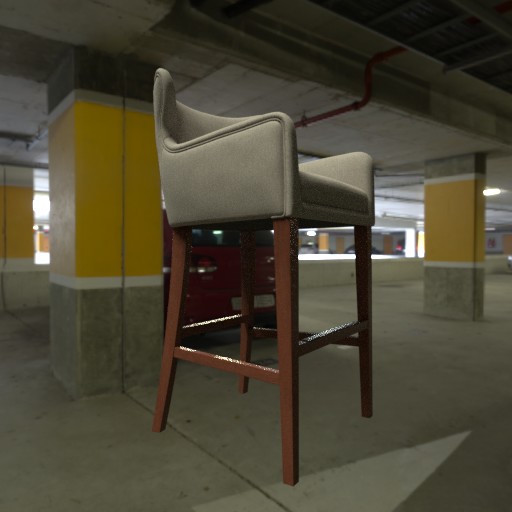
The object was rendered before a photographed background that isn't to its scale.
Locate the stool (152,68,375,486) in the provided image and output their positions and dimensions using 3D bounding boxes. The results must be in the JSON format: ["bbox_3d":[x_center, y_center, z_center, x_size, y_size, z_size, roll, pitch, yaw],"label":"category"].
[{"bbox_3d":[0.000,0.000,1.383,0.575,1.047,0.575,1,1,34],"label":"stool"}]
